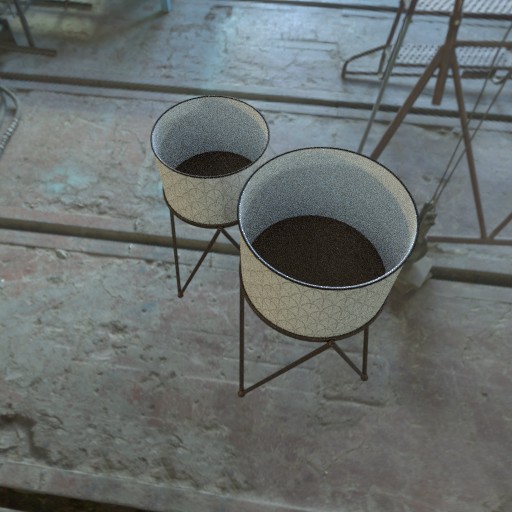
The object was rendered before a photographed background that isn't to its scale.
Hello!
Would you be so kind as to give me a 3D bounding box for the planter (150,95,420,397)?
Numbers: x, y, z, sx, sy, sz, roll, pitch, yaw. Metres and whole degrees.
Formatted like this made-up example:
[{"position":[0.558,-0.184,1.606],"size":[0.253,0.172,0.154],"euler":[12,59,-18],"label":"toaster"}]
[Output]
[{"position":[0.000,0.000,1.180],"size":[0.413,0.712,0.769],"euler":[-33,63,-19],"label":"planter"}]
